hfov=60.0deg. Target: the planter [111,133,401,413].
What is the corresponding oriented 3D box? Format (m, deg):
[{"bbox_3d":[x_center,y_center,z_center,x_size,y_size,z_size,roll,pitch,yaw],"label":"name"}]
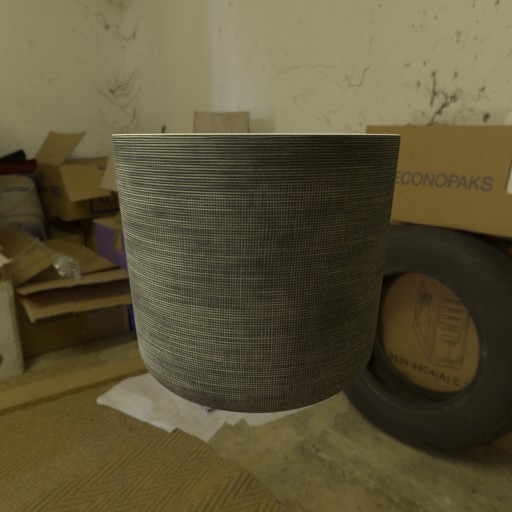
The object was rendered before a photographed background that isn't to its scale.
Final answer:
[{"bbox_3d":[0.000,0.000,0.757,0.440,0.398,0.440,0,15,0],"label":"planter"}]
